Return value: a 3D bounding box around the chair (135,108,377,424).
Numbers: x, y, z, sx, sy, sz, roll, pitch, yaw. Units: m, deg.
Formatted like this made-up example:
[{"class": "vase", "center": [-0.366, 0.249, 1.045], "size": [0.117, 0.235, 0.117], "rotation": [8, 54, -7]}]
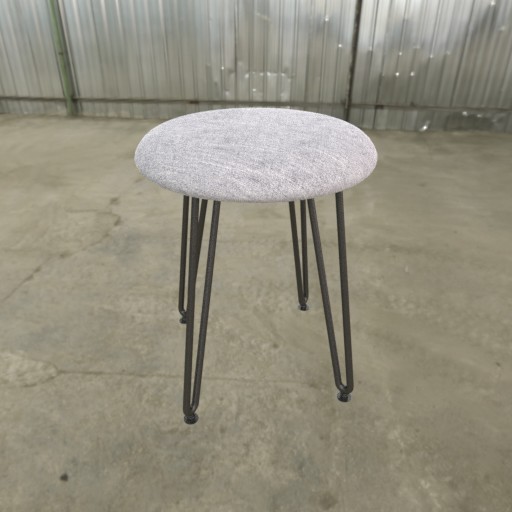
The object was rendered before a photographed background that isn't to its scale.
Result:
[{"class": "chair", "center": [0.000, 0.000, 0.658], "size": [0.350, 0.386, 0.350], "rotation": [19, 35, 30]}]
